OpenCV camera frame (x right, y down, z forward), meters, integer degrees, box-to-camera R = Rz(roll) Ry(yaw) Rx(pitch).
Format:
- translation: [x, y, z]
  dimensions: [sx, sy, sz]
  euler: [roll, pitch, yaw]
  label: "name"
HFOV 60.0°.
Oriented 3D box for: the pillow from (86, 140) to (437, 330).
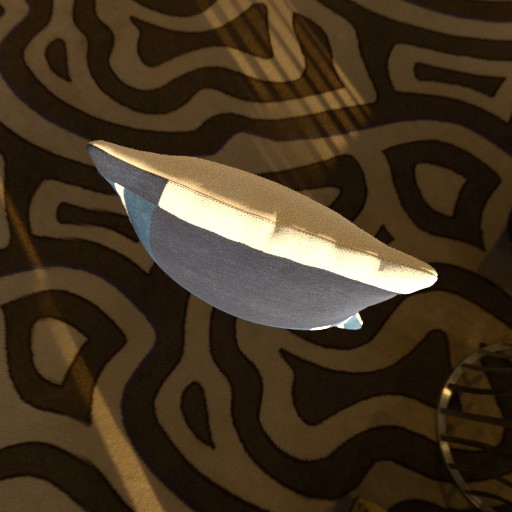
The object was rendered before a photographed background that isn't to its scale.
- translation: [0.000, 0.000, 0.827]
  dimensions: [0.536, 0.506, 0.229]
  euler: [22, 76, 6]
  label: "pillow"
